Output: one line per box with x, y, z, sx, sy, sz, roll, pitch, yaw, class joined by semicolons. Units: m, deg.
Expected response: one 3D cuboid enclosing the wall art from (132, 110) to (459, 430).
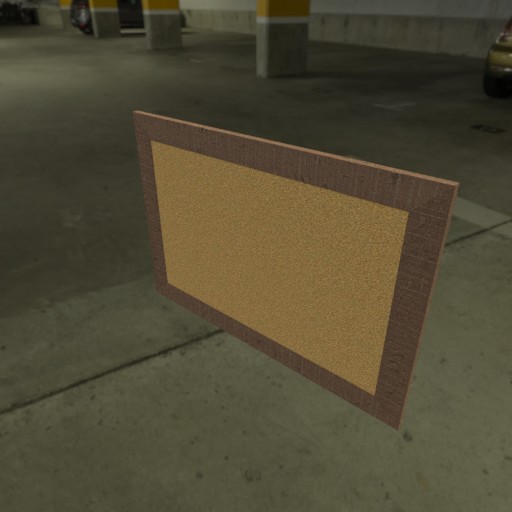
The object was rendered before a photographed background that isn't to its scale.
0.000;0.000;1.181;0.917;0.626;0.019;23;37;34;wall art
